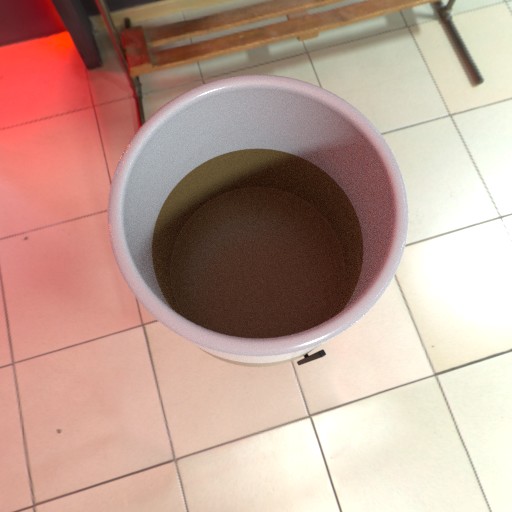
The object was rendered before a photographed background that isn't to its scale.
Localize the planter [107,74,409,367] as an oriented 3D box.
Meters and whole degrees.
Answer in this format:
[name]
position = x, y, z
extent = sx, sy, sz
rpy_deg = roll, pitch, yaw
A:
[planter]
position = 0.000, 0.000, 0.646
extent = 0.310, 0.432, 0.310
rpy_deg = 15, 75, 4
